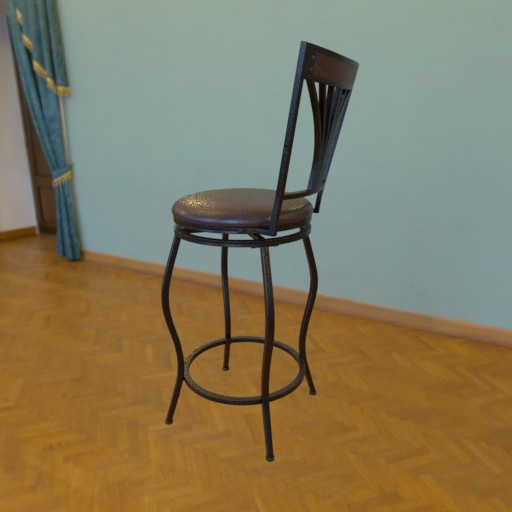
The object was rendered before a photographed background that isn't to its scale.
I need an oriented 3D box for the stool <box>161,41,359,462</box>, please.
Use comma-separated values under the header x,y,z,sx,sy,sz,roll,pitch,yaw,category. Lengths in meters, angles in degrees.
x,y,z,sx,sy,sz,roll,pitch,yaw,category
0.000,0.000,1.366,0.514,1.117,0.433,8,19,26,stool
